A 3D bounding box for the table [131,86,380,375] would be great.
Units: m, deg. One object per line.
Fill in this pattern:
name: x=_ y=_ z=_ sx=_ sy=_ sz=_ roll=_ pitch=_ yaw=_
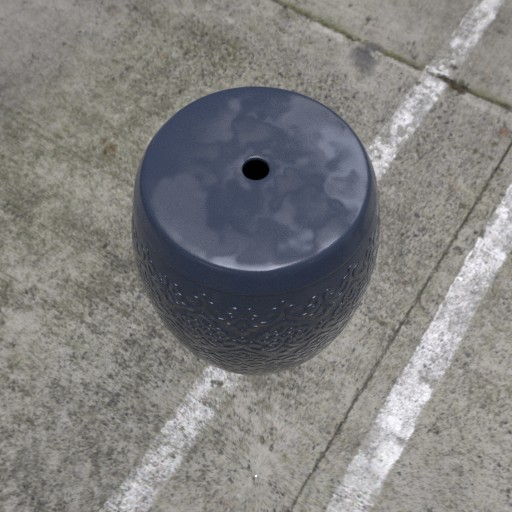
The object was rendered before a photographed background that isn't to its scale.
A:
table: x=0.000 y=0.000 z=0.619 sx=0.309 sy=0.397 sz=0.309 roll=0 pitch=64 yaw=0
